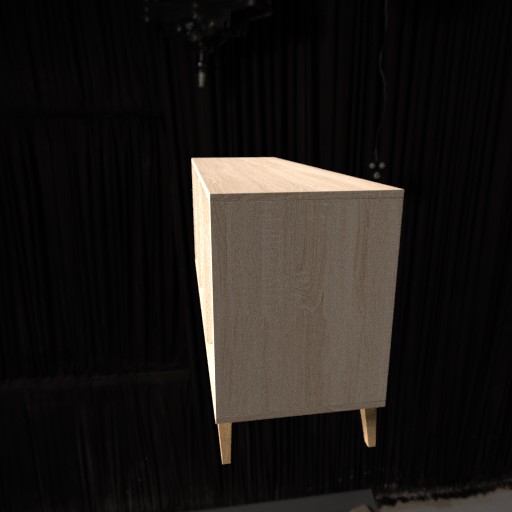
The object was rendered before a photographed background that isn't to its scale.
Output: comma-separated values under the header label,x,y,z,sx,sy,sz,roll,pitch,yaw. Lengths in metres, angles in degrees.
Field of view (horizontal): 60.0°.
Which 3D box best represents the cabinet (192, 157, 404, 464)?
label,x,y,z,sx,sy,sz,roll,pitch,yaw
cabinet,0.000,0.000,1.988,0.500,0.780,1.649,-3,16,-9
